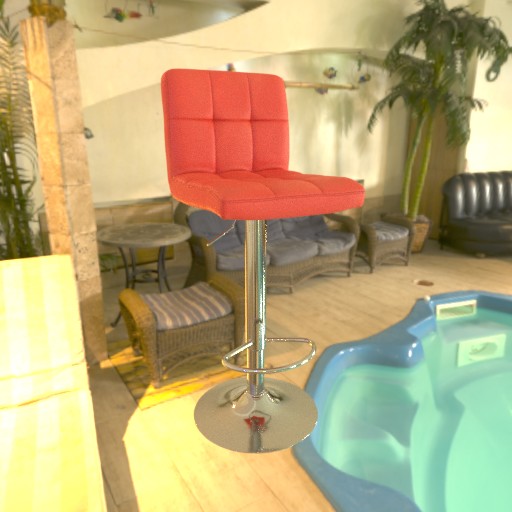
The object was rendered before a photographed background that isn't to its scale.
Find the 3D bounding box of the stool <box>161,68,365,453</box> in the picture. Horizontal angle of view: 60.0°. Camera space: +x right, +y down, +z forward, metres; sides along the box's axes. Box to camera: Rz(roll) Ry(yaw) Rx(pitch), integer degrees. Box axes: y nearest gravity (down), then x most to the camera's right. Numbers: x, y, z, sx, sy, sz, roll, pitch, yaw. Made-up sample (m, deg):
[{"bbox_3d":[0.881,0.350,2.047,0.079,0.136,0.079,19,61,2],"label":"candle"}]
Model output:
[{"bbox_3d":[0.000,0.000,1.374,0.430,1.115,0.505,-8,17,-25],"label":"stool"}]
